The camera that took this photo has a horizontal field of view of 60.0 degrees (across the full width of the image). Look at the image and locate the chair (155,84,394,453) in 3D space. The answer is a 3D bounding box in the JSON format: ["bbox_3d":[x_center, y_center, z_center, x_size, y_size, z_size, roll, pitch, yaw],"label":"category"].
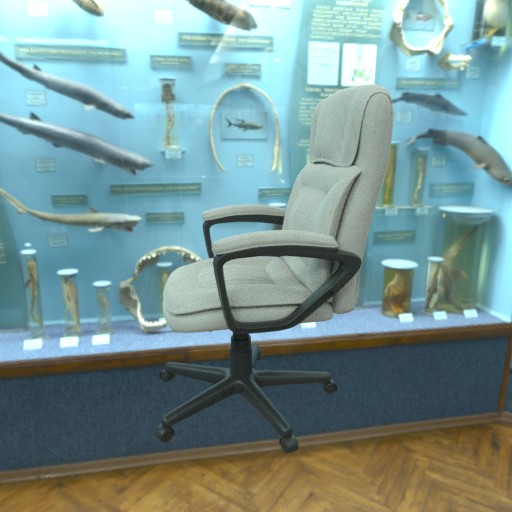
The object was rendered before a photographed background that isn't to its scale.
[{"bbox_3d":[0.000,0.000,1.530,0.724,1.105,0.667,-2,14,-9],"label":"chair"}]
